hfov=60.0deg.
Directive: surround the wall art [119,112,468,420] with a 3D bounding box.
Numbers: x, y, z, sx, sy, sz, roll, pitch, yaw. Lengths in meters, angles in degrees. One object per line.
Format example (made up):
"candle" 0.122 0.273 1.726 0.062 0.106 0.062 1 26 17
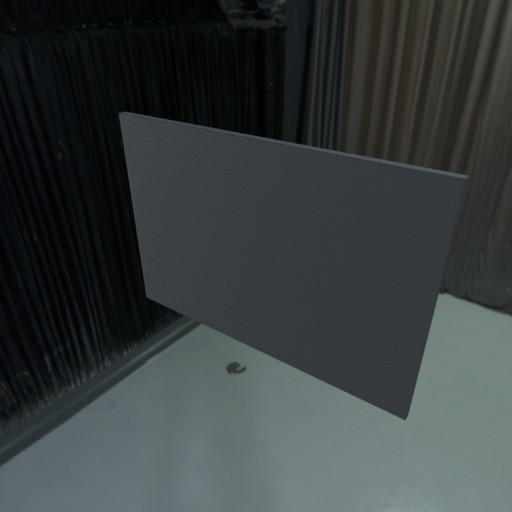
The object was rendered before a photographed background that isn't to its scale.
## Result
"wall art" 0.000 0.000 1.234 0.964 0.659 0.049 20 36 31
